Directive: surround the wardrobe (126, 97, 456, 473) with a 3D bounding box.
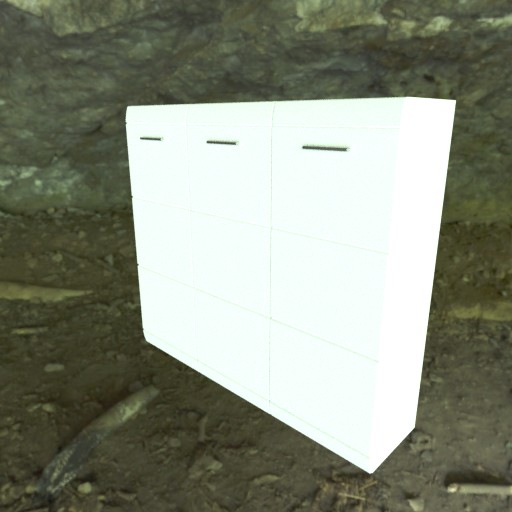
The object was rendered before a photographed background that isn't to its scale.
[{"bbox_3d":[0.000,0.000,1.845,1.340,1.200,0.360,16,23,41],"label":"wardrobe"}]
